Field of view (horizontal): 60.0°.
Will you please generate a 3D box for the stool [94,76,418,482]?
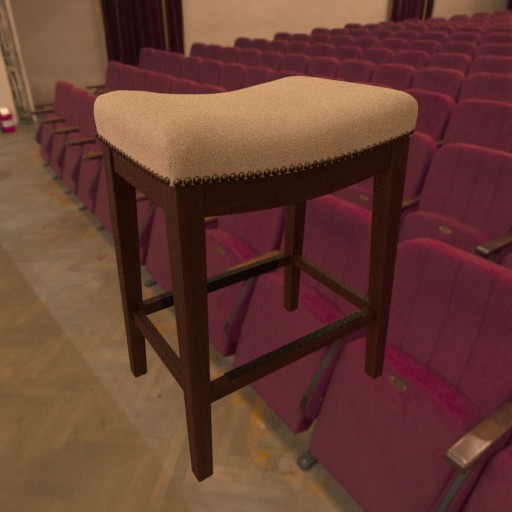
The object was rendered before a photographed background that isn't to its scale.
[{"bbox_3d":[0.000,0.000,0.938,0.509,0.669,0.363,-18,34,-29],"label":"stool"}]
